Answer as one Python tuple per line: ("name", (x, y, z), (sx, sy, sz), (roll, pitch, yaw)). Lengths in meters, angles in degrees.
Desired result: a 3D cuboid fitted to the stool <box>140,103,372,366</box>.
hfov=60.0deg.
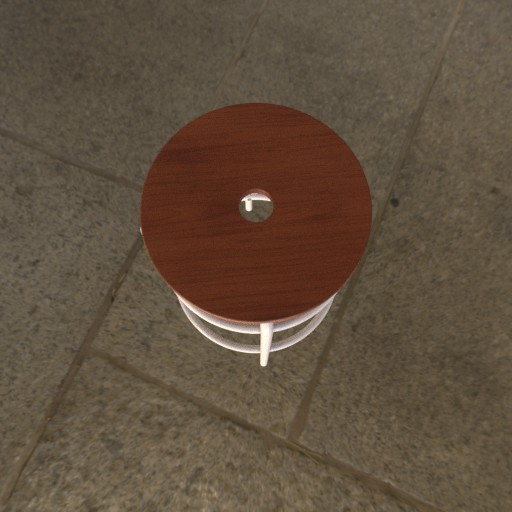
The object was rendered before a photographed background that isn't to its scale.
("stool", (0.000, 0.000, 0.933), (0.455, 0.610, 0.455), (-5, 76, -1))
